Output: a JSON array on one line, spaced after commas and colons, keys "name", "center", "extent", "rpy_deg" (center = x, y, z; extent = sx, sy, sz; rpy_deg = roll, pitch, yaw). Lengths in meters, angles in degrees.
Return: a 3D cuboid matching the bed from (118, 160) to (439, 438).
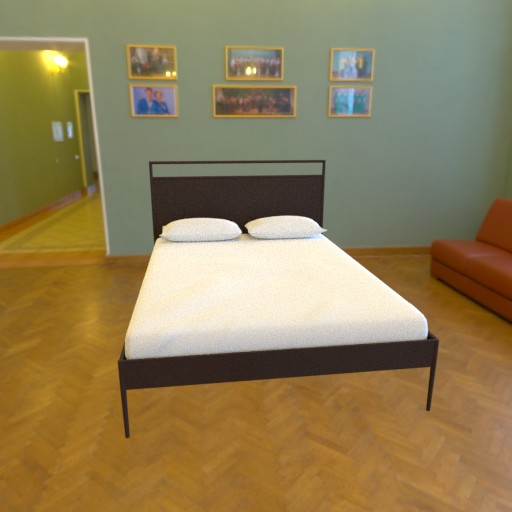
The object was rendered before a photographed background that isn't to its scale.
[{"name": "bed", "center": [0.000, 0.000, 3.084], "extent": [1.572, 1.173, 2.122], "rpy_deg": [-2, 16, -8]}]
